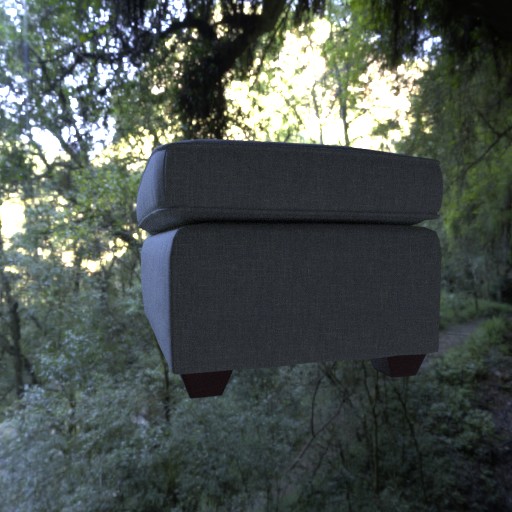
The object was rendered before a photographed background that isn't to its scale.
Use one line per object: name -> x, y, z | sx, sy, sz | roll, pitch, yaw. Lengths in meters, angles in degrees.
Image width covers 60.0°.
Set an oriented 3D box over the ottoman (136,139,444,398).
ottoman -> 0.000, 0.000, 1.115 | 0.559, 0.457, 0.762 | 0, 1, -18
